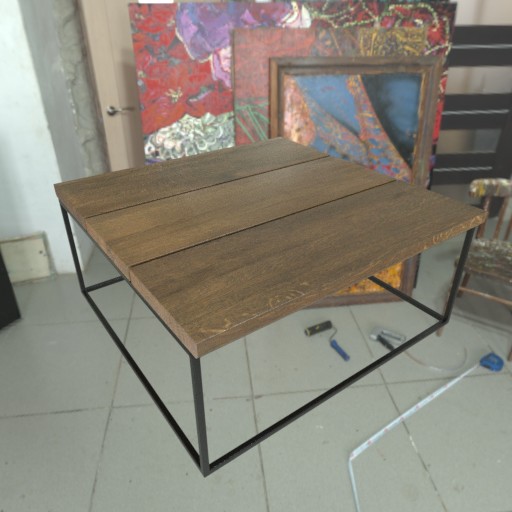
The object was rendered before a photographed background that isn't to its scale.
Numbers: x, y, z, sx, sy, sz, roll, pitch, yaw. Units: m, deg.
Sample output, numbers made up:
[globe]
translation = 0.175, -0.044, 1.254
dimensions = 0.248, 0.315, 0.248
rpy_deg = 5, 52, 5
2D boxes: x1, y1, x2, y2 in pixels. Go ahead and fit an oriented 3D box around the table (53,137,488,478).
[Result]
[table]
translation = 0.000, 0.000, 1.390
dimensions = 0.900, 0.400, 0.900
rpy_deg = -20, 36, -30
